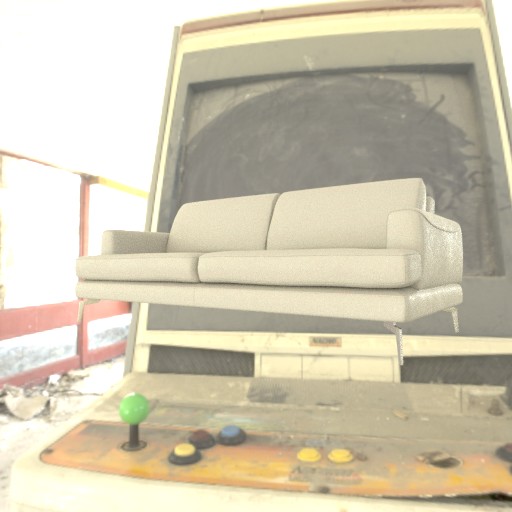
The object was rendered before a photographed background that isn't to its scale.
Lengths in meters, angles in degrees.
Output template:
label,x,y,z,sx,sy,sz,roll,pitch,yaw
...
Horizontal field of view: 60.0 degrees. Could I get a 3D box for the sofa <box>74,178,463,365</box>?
label,x,y,z,sx,sy,sz,roll,pitch,yaw
sofa,0.000,0.000,2.411,1.940,0.765,0.974,-1,-1,36
